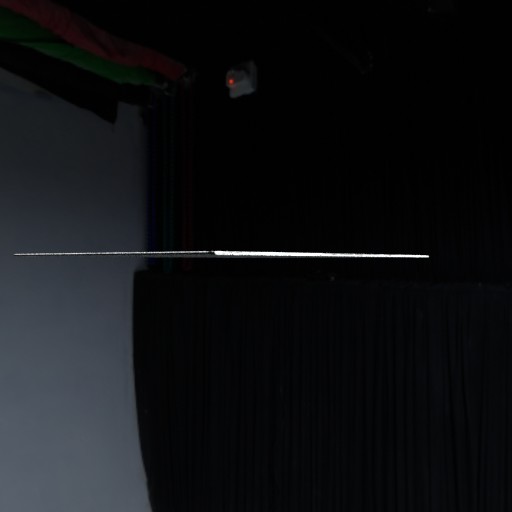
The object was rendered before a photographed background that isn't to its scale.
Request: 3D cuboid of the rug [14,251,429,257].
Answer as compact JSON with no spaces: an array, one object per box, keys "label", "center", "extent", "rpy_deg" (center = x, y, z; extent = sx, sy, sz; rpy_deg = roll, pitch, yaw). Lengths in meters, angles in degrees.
[{"label":"rug","center":[0.000,0.000,2.966],"extent":[1.530,0.012,2.444],"rpy_deg":[0,0,38]}]
